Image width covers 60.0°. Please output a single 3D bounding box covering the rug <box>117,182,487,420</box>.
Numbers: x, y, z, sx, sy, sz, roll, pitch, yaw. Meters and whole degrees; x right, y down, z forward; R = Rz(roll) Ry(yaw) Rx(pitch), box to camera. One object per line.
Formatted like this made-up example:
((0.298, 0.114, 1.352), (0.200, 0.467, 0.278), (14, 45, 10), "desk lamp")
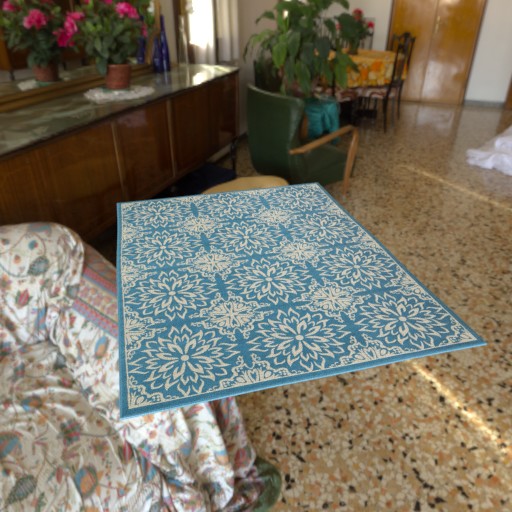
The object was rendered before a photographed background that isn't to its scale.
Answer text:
((0.000, 0.000, 3.874), (2.350, 0.018, 2.964), (-8, 32, -13), "rug")
